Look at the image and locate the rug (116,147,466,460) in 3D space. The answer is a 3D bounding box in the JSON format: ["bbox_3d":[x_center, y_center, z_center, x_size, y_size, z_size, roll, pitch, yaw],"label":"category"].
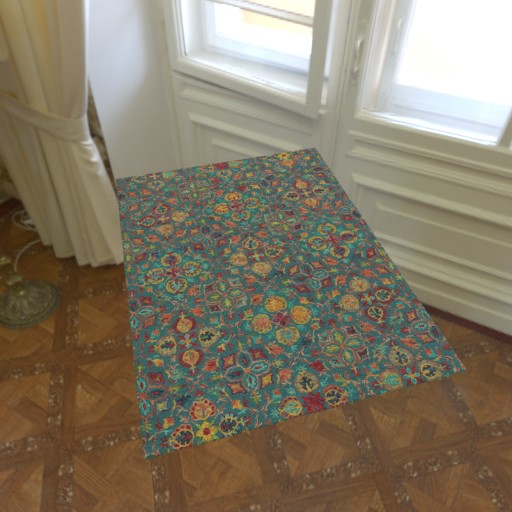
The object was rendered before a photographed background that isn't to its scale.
[{"bbox_3d":[0.000,0.000,4.215,2.434,0.025,3.204,-11,47,-11],"label":"rug"}]
